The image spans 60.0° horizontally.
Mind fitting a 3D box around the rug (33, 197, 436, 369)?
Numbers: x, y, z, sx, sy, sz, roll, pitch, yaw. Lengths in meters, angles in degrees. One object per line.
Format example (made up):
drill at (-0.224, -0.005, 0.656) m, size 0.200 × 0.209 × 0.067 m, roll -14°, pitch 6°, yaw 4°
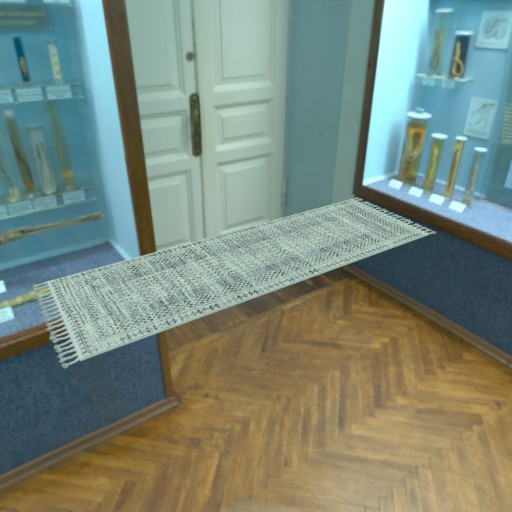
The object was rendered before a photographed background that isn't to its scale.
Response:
rug at (0.000, 0.000, 2.756) m, size 2.480 × 0.013 × 0.786 m, roll -17°, pitch 33°, yaw -28°
